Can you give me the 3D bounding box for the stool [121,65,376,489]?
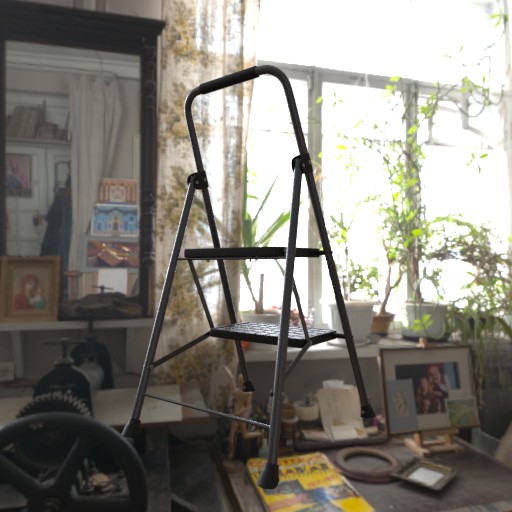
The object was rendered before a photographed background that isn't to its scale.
[{"bbox_3d":[0.000,0.000,1.156,0.450,0.872,0.514,-1,-1,37],"label":"stool"}]
